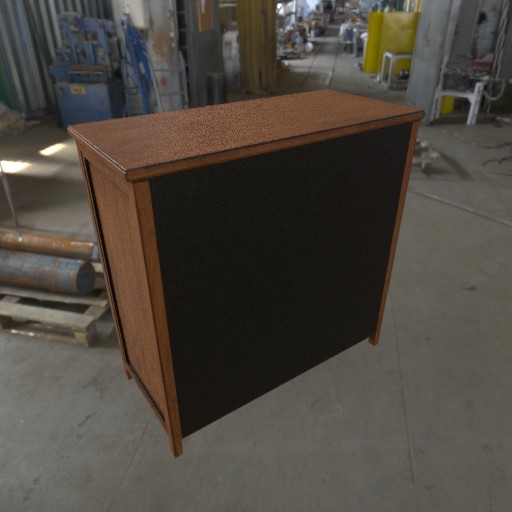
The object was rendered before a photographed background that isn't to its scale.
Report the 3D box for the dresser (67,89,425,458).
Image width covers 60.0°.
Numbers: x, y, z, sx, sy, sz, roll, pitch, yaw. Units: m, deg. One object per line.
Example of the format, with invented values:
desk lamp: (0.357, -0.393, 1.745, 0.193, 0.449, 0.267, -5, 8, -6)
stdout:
dresser: (0.000, 0.000, 1.989, 1.250, 1.224, 0.591, -19, 36, -29)
